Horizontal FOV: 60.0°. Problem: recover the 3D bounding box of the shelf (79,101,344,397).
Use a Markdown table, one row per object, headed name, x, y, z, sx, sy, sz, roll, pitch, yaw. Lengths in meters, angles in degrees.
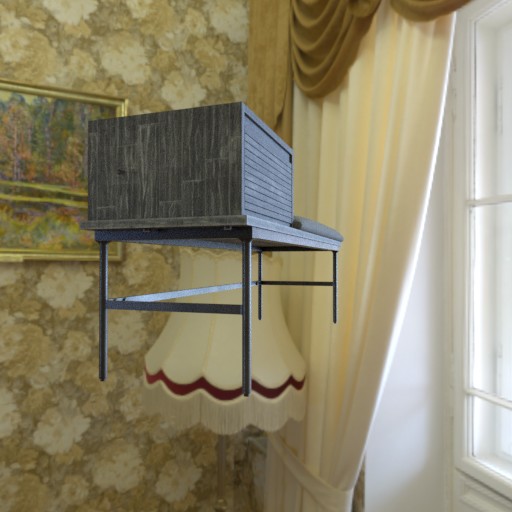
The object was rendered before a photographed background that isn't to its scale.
| name | x | y | z | sx | sy | sz | roll | pitch | yaw |
| --- | --- | --- | --- | --- | --- | --- | --- | --- | --- |
| shelf | 0.000 | 0.000 | 1.619 | 0.457 | 0.633 | 1.342 | 0 | -1 | 19 |
